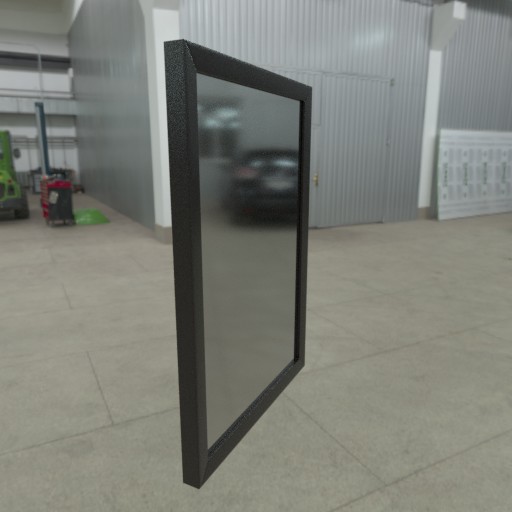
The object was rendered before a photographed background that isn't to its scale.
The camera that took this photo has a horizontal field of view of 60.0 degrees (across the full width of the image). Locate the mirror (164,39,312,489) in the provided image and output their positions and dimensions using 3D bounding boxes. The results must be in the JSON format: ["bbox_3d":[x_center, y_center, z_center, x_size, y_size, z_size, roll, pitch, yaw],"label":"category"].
[{"bbox_3d":[0.000,0.000,0.906,0.040,0.710,0.507,7,15,26],"label":"mirror"}]
